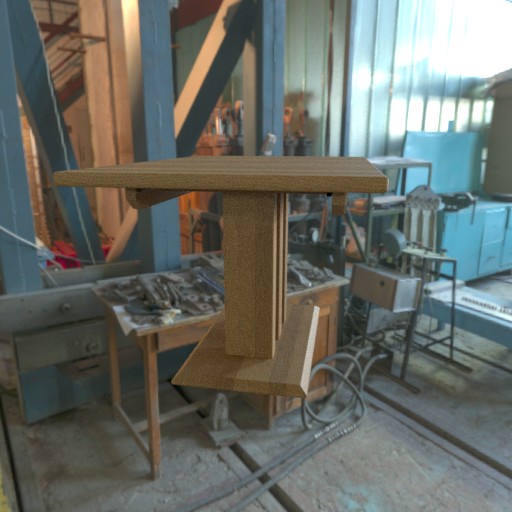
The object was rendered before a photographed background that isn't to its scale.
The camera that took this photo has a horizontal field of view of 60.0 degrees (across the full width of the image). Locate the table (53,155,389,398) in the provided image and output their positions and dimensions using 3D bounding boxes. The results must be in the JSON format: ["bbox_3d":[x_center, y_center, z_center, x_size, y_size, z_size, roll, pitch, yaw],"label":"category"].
[{"bbox_3d":[0.000,0.000,1.855,0.900,0.770,1.300,3,15,11],"label":"table"}]
